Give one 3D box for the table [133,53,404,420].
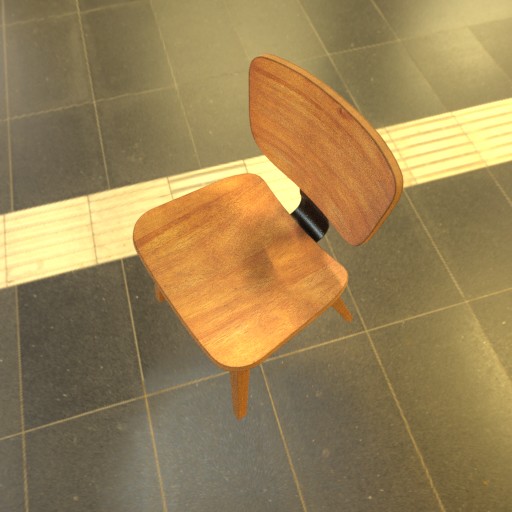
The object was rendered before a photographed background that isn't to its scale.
[{"bbox_3d":[0.000,0.000,1.137,0.500,0.805,0.499,-33,67,-16],"label":"table"}]
